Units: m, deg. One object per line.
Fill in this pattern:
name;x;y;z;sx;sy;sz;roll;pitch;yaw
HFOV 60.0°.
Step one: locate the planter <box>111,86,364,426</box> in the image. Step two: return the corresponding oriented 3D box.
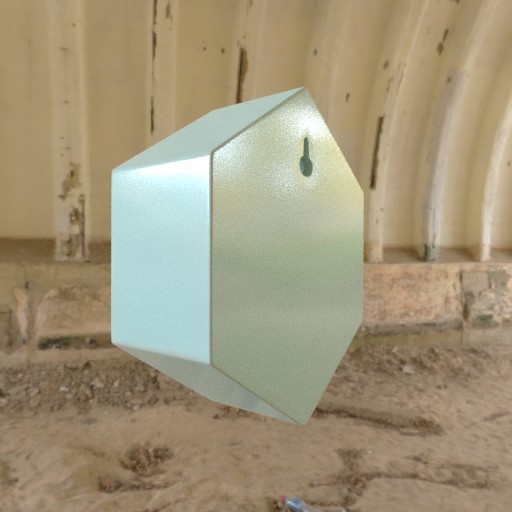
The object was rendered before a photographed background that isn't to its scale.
planter;0.000;0.000;0.293;0.078;0.207;0.169;0;0;37
